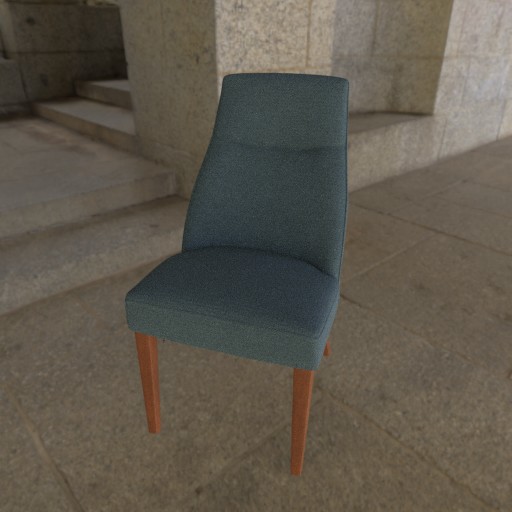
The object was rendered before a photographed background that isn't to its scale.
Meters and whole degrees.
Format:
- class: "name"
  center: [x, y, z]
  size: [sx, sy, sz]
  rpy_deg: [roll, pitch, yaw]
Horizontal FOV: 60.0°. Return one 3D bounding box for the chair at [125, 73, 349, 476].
- class: "chair"
  center: [0.000, 0.000, 1.272]
  size: [0.500, 0.930, 0.620]
  rpy_deg: [9, 29, 16]
